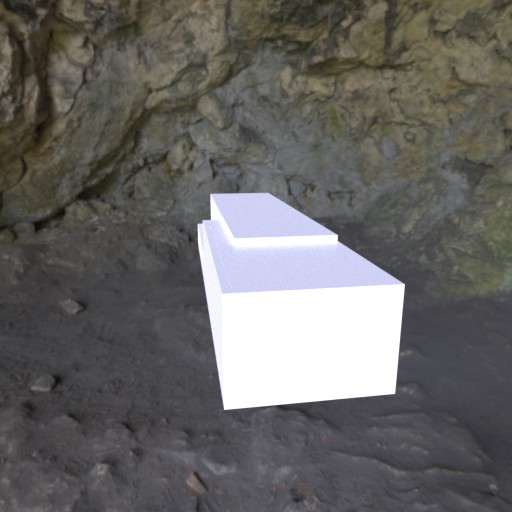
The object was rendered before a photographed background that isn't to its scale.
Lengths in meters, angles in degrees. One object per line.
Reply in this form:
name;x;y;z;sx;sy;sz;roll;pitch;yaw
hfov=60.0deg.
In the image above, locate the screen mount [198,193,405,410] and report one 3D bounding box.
screen mount;0.000;0.000;1.821;0.420;0.320;1.680;-2;15;-9
